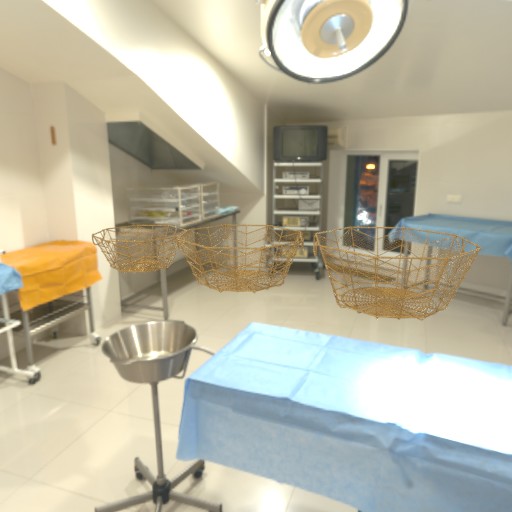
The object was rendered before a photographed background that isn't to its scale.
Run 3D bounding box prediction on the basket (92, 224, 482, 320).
[{"bbox_3d":[0.000,0.000,1.384,1.245,0.178,0.432,7,15,26],"label":"basket"}]
